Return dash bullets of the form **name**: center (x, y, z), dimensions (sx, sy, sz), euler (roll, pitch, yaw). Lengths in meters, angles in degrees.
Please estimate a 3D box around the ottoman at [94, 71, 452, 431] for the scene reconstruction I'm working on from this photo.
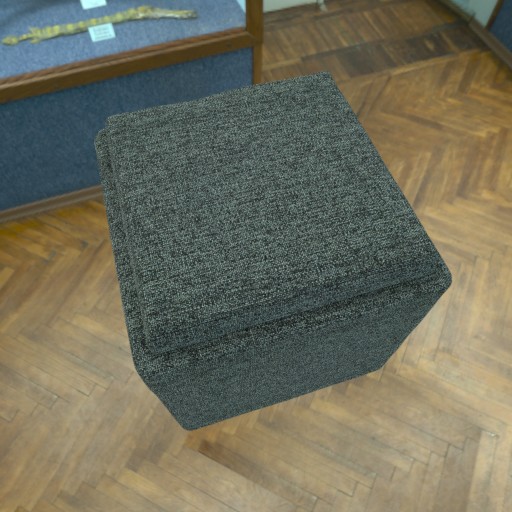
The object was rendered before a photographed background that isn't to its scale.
- **ottoman**: center (0.000, 0.000, 0.826), dimensions (0.450, 0.463, 0.450), euler (-15, 61, -9)
